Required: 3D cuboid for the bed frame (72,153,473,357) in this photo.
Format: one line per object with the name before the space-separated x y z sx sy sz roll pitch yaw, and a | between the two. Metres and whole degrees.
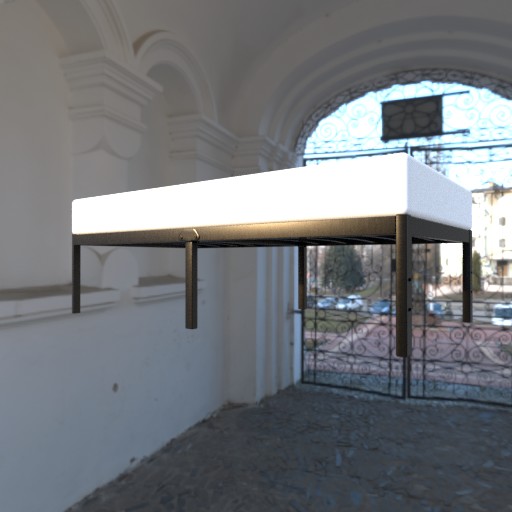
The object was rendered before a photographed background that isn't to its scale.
bed frame | 0.000 0.000 2.389 1.950 0.659 1.023 0 0 37
